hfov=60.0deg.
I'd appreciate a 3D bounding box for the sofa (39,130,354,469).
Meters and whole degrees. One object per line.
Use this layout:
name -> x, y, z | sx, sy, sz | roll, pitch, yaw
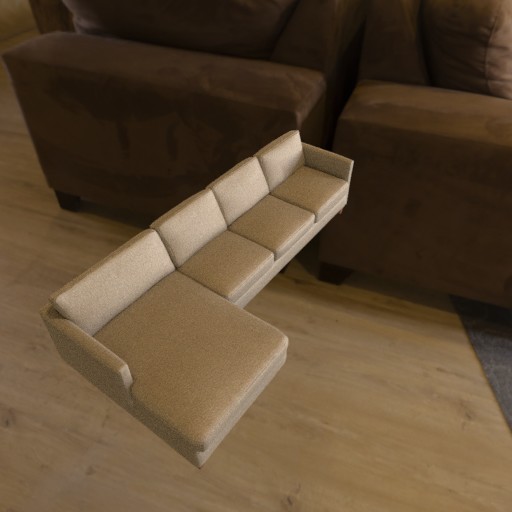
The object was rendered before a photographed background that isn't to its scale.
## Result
sofa -> 0.000, 0.000, 3.870 | 1.502, 0.876, 3.201 | 26, 49, 26
